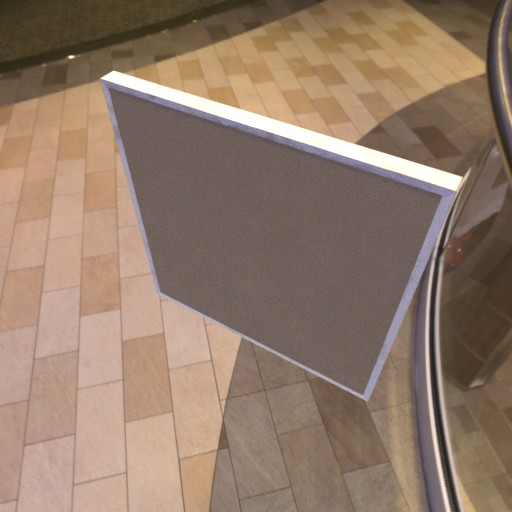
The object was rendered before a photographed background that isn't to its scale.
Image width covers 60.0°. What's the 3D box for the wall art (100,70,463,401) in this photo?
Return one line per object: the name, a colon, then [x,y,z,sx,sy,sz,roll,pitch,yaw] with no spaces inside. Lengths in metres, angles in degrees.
wall art: [0.000,0.000,0.748,0.508,0.506,0.029,23,52,20]
